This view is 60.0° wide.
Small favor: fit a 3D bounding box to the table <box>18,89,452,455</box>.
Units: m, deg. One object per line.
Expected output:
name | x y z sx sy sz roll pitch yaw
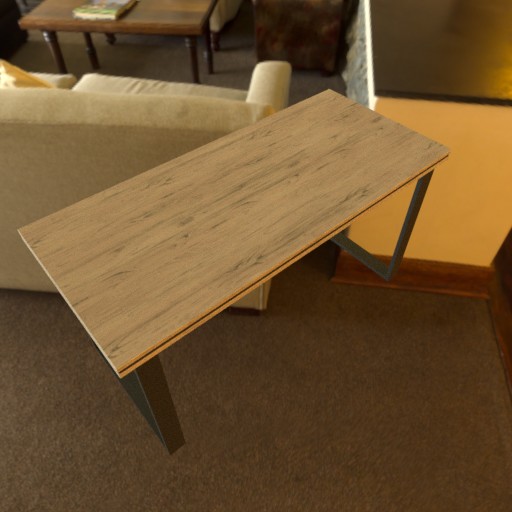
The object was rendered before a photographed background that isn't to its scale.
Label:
table | 0.000 0.000 2.251 1.778 0.899 0.795 -32 55 -26
